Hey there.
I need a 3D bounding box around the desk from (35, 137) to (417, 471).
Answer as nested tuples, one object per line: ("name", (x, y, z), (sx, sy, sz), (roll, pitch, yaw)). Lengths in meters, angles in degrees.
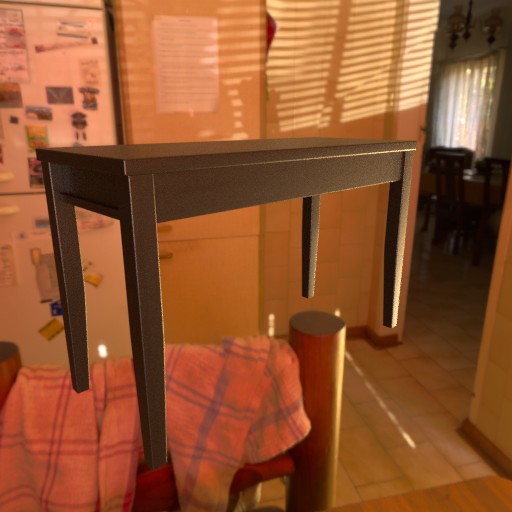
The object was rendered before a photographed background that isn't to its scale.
("desk", (0.000, 0.000, 1.576), (1.220, 0.775, 0.508), (-16, 23, -41))
